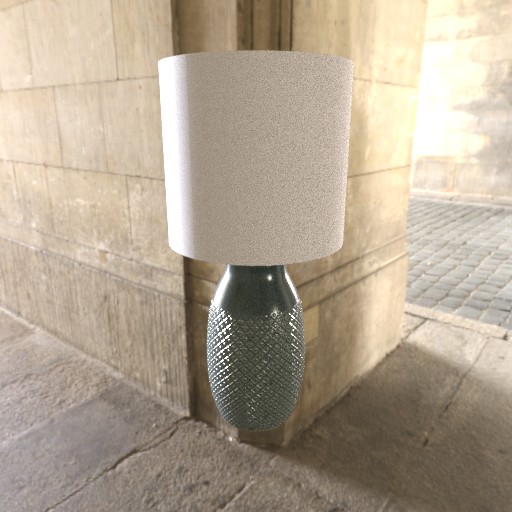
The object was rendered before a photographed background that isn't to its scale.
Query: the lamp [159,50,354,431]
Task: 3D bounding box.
[{"bbox_3d":[0.000,0.000,0.568,0.217,0.453,0.217,-2,17,-7],"label":"lamp"}]
